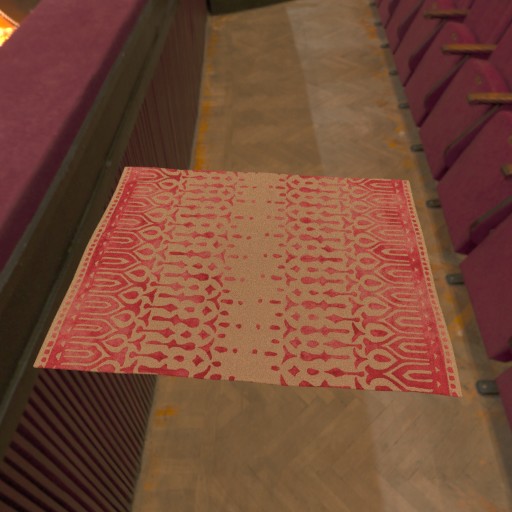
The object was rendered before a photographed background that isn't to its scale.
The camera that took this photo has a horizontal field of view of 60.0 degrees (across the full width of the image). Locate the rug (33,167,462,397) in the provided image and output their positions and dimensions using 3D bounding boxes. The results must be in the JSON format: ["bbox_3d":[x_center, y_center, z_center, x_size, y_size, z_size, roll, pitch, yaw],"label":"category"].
[{"bbox_3d":[0.000,0.000,3.964,3.095,0.016,2.441,3,48,3],"label":"rug"}]
